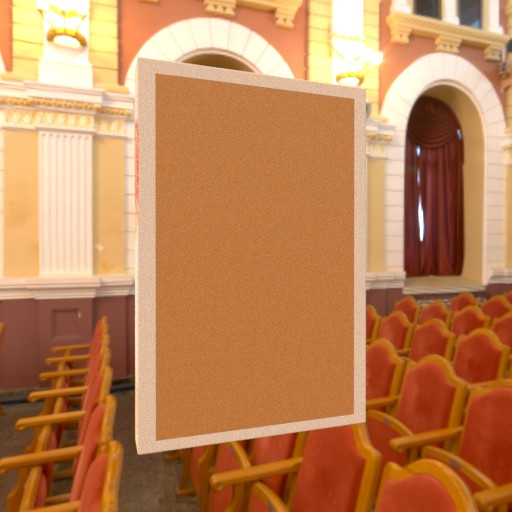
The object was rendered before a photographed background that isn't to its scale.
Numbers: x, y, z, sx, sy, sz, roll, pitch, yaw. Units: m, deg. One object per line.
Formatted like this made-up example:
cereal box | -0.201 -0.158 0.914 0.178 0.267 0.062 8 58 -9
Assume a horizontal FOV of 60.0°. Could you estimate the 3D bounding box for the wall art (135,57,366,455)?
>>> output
wall art | 0.000 0.000 0.480 0.251 0.380 0.039 0 0 -19
